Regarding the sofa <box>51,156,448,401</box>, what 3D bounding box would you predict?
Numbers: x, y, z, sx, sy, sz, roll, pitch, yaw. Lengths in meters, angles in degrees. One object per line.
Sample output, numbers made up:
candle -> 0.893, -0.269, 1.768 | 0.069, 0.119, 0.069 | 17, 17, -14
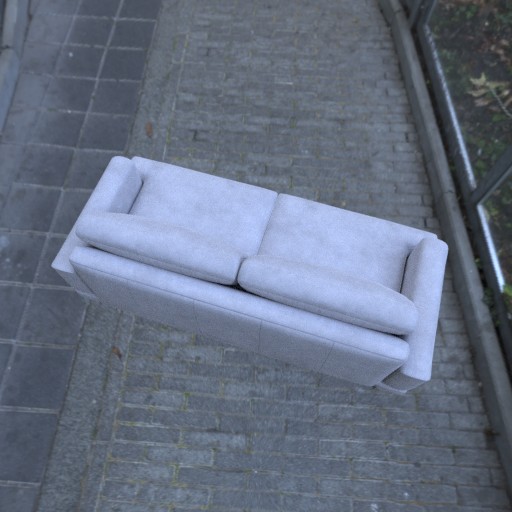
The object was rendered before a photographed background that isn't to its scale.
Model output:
sofa -> 0.000, 0.000, 2.536 | 2.013, 0.830, 0.980 | 16, 65, 8
